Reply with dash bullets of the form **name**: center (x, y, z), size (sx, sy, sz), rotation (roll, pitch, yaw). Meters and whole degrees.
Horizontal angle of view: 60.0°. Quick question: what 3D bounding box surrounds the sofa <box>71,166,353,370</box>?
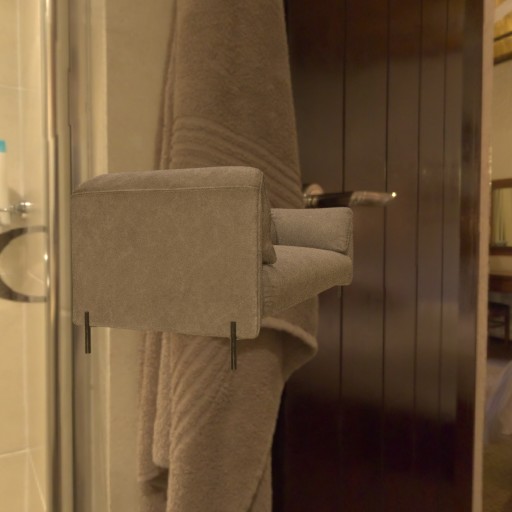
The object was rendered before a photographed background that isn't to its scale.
- **sofa**: center (0.000, 0.000, 2.758), size (0.899, 0.758, 2.238), rotation (1, 2, 21)
